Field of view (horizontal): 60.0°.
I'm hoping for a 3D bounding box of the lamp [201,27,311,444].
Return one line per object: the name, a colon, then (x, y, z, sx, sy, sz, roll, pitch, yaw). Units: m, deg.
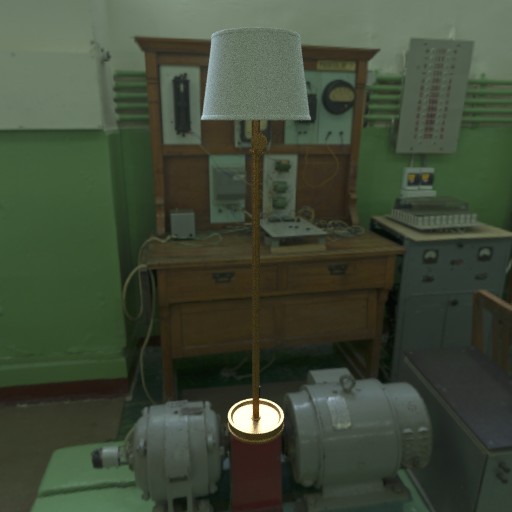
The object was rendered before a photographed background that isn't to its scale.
lamp: (0.000, 0.000, 0.789, 0.178, 0.710, 0.178, 0, 17, 0)
